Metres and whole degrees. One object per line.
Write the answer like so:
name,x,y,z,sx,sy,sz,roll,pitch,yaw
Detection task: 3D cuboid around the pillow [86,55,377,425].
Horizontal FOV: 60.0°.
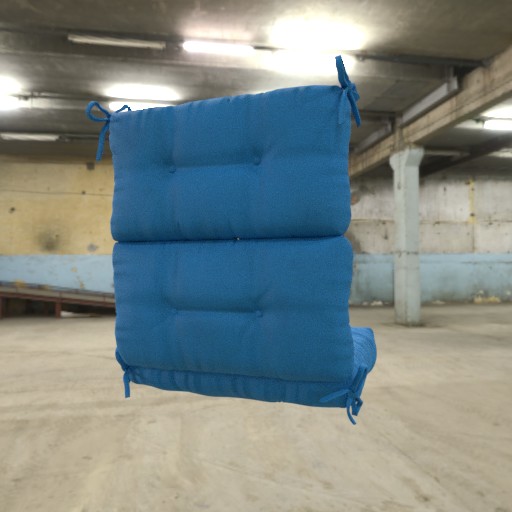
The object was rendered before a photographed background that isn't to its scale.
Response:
pillow,0.000,0.000,1.003,0.519,0.605,0.571,-1,-2,19
